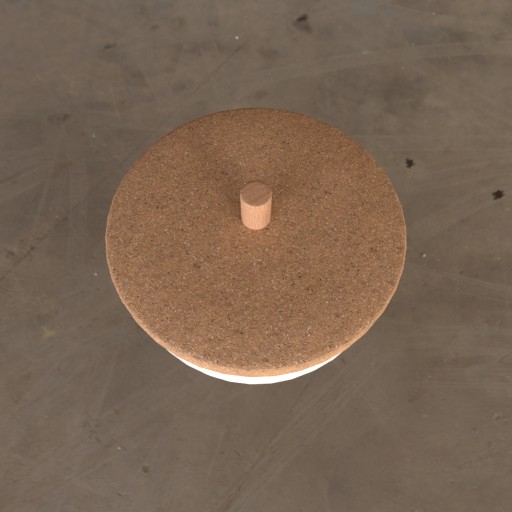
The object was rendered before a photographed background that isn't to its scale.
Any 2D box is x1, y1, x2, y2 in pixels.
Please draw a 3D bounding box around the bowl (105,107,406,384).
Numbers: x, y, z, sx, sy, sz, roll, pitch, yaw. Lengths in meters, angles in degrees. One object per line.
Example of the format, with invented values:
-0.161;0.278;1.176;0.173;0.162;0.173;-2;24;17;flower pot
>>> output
0.000;0.000;0.218;0.126;0.110;0.126;0;65;0;bowl
